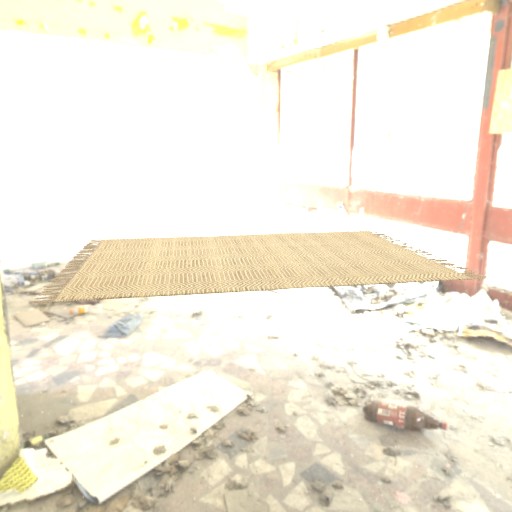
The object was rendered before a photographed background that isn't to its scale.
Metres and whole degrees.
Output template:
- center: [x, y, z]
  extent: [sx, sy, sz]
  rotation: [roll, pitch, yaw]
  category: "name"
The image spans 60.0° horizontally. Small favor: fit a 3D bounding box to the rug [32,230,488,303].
- center: [0.000, 0.000, 2.487]
  extent: [2.021, 0.027, 1.224]
  rotation: [-2, 14, -9]
  category: "rug"
